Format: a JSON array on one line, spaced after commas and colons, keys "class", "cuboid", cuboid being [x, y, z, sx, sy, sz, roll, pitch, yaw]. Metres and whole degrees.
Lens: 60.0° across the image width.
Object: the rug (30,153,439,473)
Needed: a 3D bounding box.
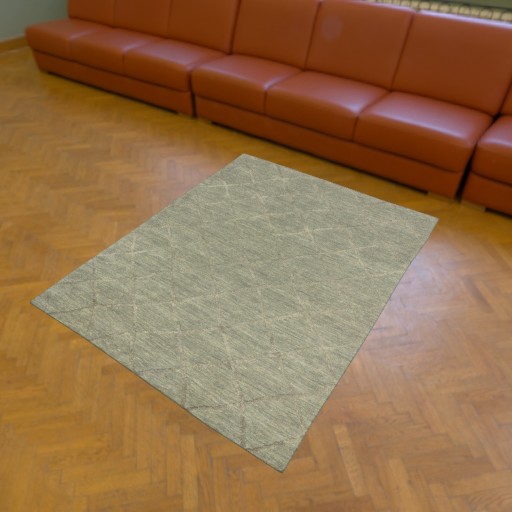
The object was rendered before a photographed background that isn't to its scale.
[{"class": "rug", "cuboid": [0.000, 0.000, 4.038, 2.438, 0.013, 3.048, 24, 47, 25]}]
